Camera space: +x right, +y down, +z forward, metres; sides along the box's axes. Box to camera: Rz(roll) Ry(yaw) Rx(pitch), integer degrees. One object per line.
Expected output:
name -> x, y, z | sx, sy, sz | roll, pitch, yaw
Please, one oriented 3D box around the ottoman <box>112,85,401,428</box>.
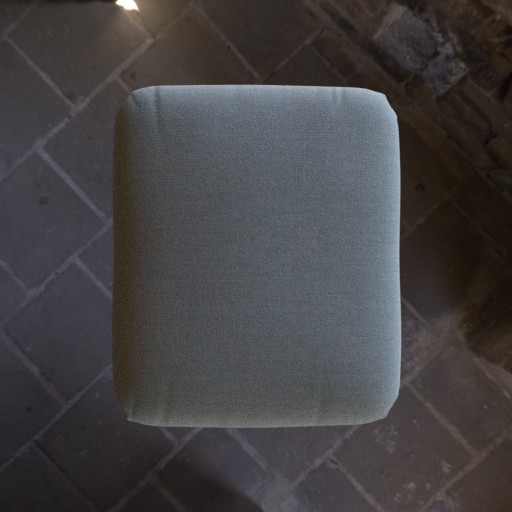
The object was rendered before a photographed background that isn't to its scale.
ottoman -> 0.000, 0.000, 1.096 | 0.622, 0.450, 0.747 | 0, 89, -1
